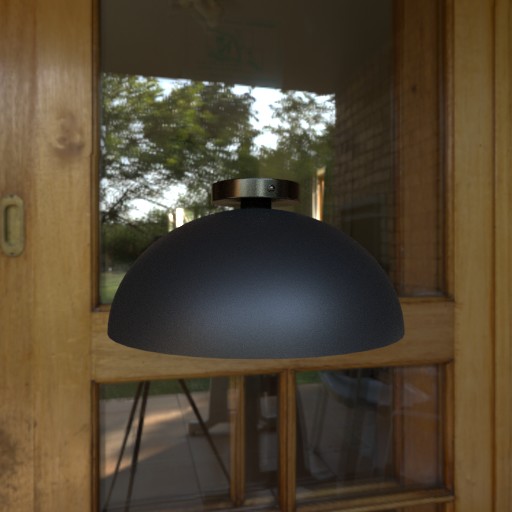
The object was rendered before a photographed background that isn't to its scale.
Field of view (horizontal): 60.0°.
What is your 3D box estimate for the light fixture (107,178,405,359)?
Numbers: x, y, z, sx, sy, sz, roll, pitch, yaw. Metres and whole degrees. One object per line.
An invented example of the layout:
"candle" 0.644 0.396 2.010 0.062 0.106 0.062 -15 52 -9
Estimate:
"light fixture" 0.000 0.000 0.558 0.355 0.177 0.355 0 0 0
